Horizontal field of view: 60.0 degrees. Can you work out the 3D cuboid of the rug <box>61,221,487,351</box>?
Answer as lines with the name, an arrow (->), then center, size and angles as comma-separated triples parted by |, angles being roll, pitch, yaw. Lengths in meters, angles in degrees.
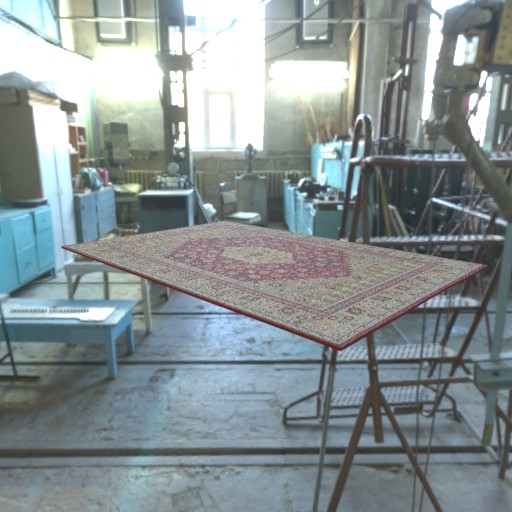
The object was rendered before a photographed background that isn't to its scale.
rug -> 0.000, 0.000, 2.219 | 1.802, 0.013, 1.194 | 13, 19, 43
